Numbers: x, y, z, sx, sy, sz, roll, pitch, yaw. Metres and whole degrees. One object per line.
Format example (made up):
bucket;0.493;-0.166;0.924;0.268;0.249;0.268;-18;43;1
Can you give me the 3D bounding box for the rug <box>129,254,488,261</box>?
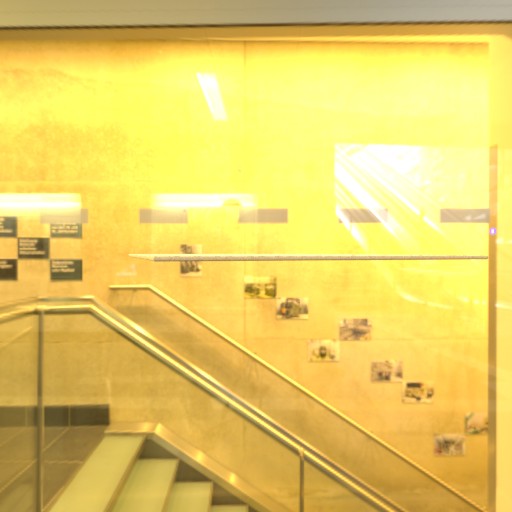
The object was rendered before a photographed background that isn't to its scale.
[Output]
rug;0.000;0.000;2.322;1.222;0.015;1.828;0;0;-18
